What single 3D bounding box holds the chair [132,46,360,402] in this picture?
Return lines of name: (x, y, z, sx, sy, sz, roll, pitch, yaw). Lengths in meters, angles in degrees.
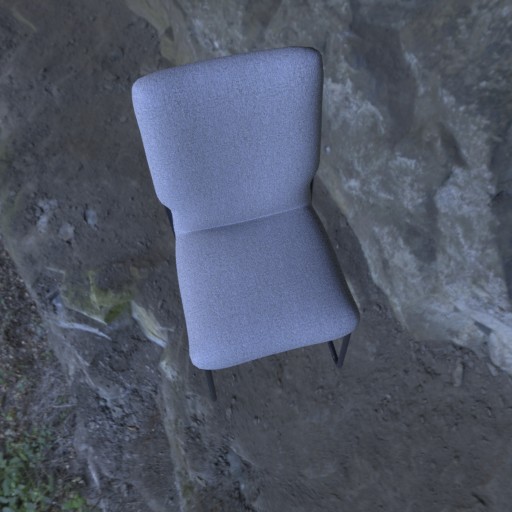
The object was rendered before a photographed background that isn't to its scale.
chair: (0.000, 0.000, 1.179, 0.448, 0.864, 0.560, -13, 65, -6)
